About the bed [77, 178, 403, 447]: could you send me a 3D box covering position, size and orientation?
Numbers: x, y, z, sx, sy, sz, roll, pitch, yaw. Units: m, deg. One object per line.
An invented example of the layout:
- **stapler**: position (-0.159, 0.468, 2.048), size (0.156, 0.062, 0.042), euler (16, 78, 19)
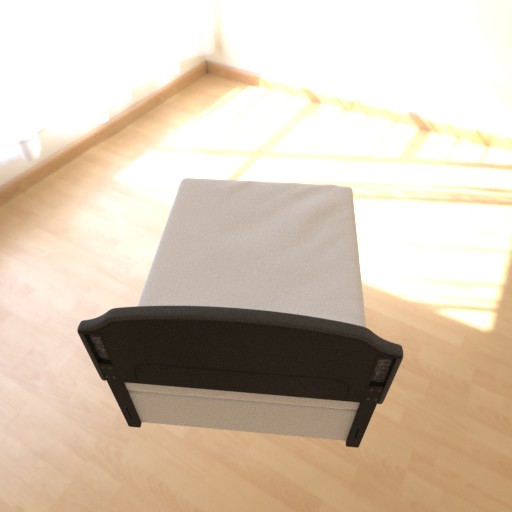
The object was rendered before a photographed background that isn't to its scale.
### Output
- **bed**: position (0.000, 0.000, 3.049), size (1.558, 1.270, 1.999), euler (4, 46, 4)
